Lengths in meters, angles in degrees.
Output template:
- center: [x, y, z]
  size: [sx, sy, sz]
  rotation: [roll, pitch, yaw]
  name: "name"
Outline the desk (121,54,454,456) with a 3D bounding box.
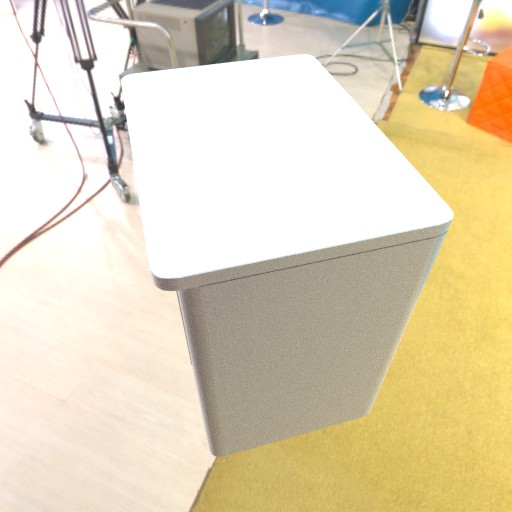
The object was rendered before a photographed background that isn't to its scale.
- center: [0.000, 0.000, 1.282]
  size: [0.549, 0.800, 0.762]
  rotation: [-11, 47, -11]
  name: "desk"
